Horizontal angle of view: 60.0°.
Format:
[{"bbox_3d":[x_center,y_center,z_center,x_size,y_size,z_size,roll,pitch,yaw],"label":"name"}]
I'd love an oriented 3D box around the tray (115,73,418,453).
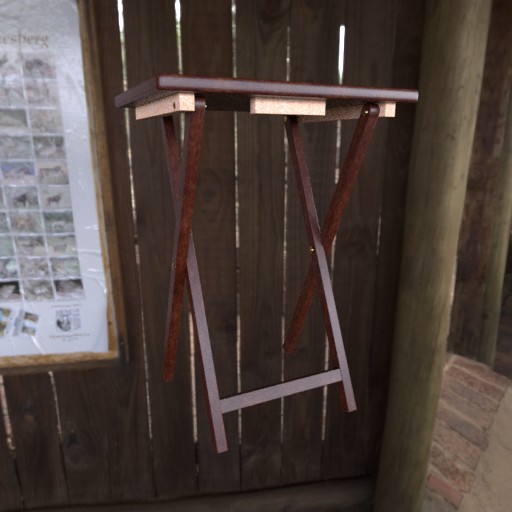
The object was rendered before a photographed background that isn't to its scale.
[{"bbox_3d":[0.000,0.000,0.954,0.483,0.660,0.381,-7,16,-25],"label":"tray"}]
